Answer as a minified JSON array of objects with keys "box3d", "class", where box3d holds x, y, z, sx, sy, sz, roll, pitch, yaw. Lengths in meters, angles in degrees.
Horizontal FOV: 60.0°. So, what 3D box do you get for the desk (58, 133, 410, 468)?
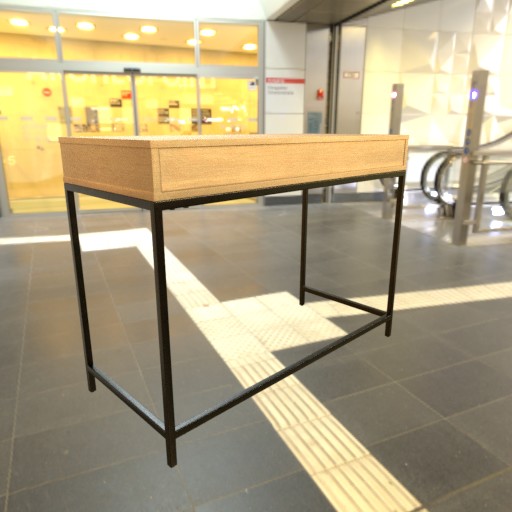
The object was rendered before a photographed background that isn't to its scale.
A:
[{"box3d":[0.000,0.000,1.454,1.016,0.762,0.470,-15,22,-42],"class":"desk"}]
